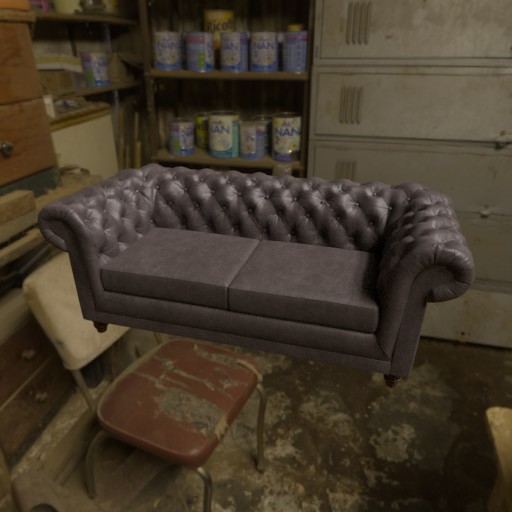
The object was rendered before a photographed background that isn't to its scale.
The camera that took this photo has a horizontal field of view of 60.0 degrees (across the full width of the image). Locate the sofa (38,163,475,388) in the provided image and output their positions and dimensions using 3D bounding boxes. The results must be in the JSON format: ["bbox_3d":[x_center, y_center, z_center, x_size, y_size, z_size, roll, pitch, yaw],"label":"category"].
[{"bbox_3d":[0.000,0.000,2.479,2.048,0.779,0.944,7,26,15],"label":"sofa"}]
